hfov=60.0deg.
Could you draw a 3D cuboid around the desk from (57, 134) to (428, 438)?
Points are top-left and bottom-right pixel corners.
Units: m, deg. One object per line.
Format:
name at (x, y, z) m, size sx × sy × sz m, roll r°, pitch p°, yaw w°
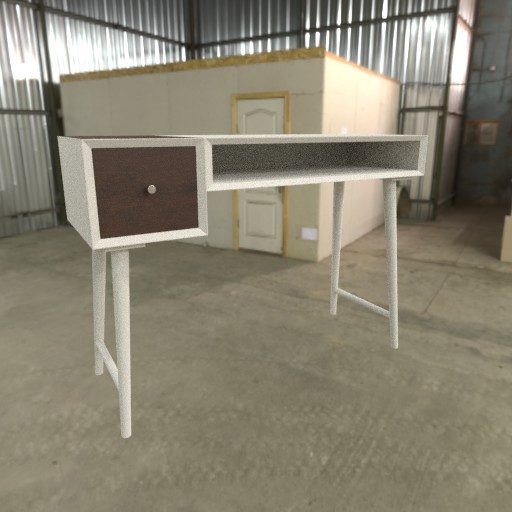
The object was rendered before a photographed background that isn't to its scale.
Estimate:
desk at (0.000, 0.000, 1.453) m, size 1.069 × 0.761 × 0.409 m, roll -9°, pitch 18°, yaw -29°
